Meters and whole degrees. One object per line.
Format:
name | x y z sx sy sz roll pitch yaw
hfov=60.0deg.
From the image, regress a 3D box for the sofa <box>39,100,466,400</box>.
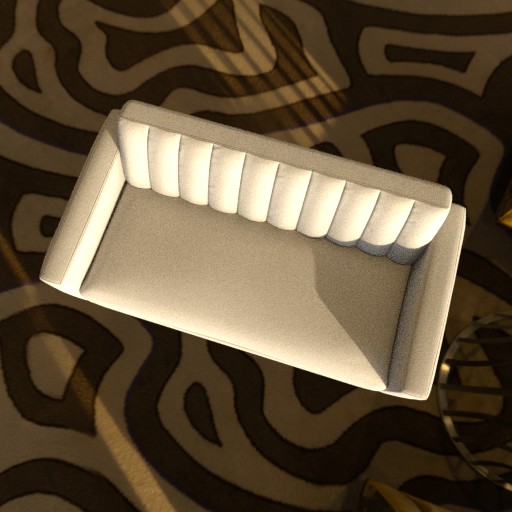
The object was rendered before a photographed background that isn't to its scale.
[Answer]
sofa | 0.000 0.000 2.351 1.895 0.814 0.969 17 76 4
